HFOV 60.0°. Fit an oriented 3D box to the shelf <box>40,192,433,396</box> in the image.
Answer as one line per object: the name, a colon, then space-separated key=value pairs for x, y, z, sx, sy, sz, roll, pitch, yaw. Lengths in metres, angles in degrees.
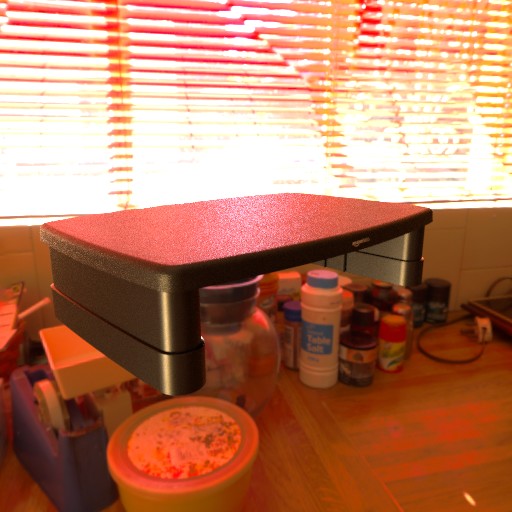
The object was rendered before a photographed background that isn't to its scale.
shelf: x=0.000 y=0.000 z=0.516 sx=0.410 sy=0.100 sz=0.280 roll=-14 pitch=20 yaw=-43
